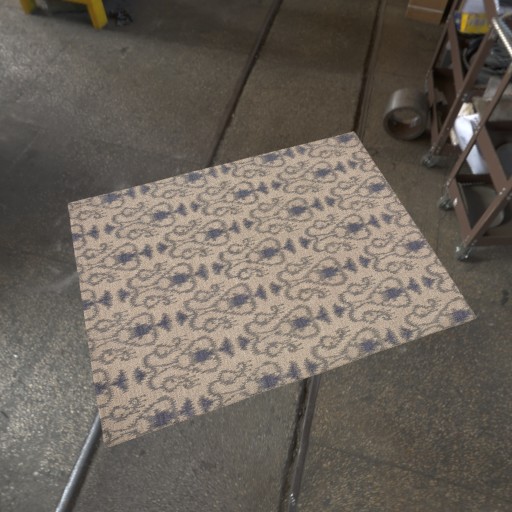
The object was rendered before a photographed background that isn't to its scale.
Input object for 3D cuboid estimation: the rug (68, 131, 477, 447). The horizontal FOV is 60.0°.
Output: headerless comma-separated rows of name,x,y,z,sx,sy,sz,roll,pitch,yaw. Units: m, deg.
rug,0.000,0.000,4.149,3.205,0.015,2.437,-16,59,-10
